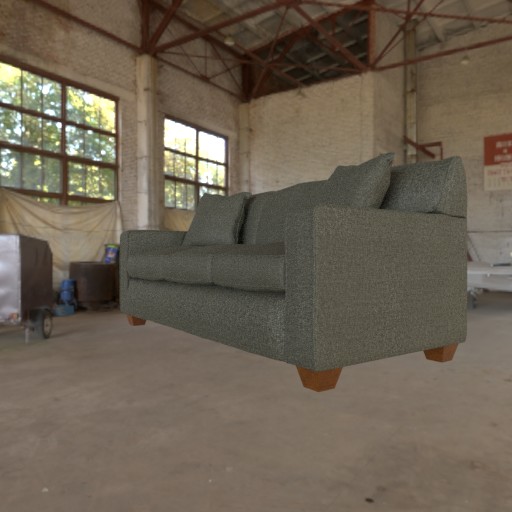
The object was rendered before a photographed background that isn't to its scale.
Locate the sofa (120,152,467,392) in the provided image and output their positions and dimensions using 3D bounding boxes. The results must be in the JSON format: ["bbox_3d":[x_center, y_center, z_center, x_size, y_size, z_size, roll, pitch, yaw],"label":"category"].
[{"bbox_3d":[0.000,0.000,2.560,0.997,0.958,2.024,0,0,-35],"label":"sofa"}]
